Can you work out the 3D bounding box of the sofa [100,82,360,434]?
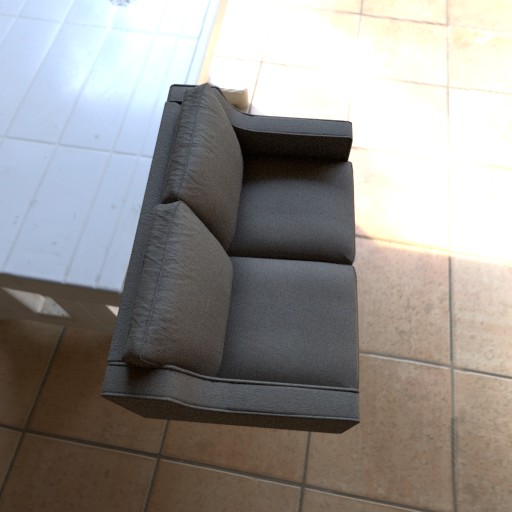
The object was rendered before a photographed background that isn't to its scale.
[{"bbox_3d":[0.000,0.000,2.153,0.985,0.981,1.503,4,64,2],"label":"sofa"}]
